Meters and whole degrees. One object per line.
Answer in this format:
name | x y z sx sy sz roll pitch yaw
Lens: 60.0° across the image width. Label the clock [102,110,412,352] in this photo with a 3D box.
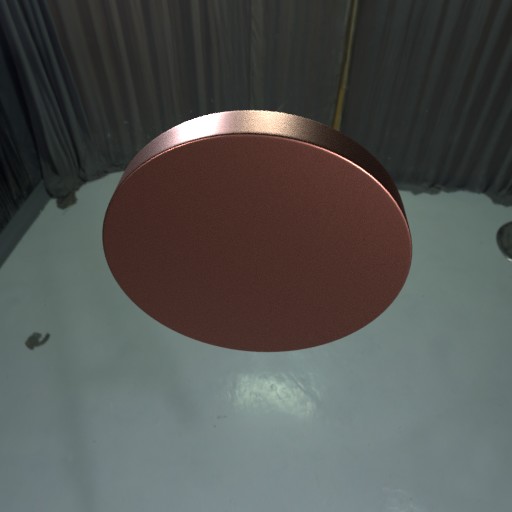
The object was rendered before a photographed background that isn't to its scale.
clock | 0.000 0.000 0.473 0.313 0.313 0.040 3 46 3
